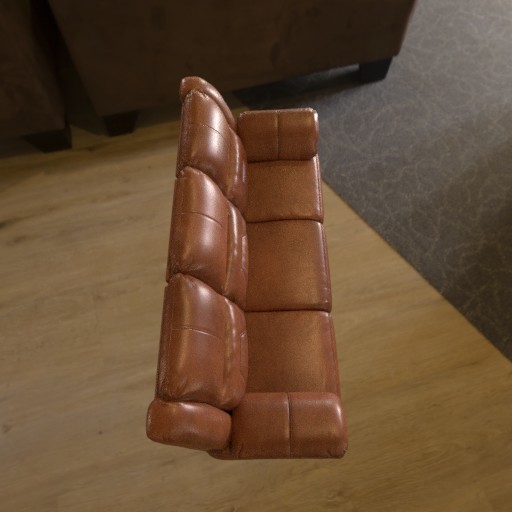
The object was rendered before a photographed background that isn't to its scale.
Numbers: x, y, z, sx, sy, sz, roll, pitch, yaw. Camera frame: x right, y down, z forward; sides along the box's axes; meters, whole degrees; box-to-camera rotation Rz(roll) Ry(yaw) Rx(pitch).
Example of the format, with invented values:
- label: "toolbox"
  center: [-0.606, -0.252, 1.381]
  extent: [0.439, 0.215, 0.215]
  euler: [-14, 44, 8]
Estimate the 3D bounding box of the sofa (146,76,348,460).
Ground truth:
- label: "sofa"
  center: [0.000, 0.000, 2.794]
  extent: [0.991, 1.043, 2.337]
  euler: [0, 63, 0]
